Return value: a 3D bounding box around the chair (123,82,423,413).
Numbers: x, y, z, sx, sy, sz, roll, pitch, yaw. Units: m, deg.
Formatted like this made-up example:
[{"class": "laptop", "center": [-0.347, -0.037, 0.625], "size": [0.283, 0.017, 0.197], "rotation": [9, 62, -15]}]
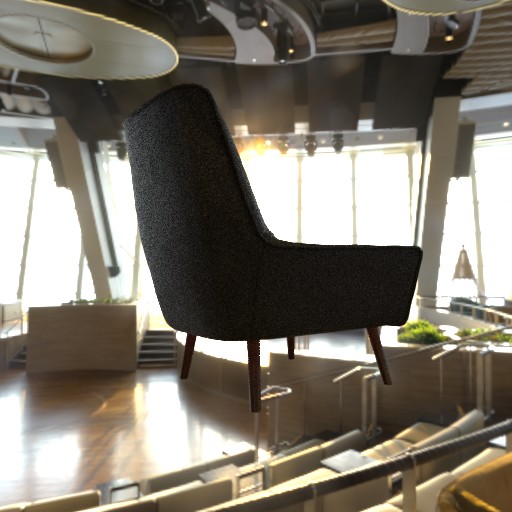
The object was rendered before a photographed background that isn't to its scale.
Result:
[{"class": "chair", "center": [0.000, 0.000, 1.527], "size": [0.859, 0.883, 0.763], "rotation": [1, -2, -36]}]
